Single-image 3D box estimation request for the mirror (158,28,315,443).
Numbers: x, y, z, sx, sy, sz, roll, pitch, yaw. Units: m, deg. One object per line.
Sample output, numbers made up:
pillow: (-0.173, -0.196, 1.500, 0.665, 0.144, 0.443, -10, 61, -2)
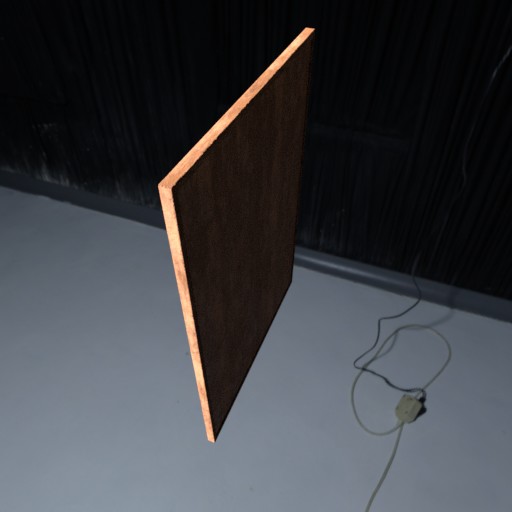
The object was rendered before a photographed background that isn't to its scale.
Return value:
mirror: (0.000, 0.000, 1.396, 0.028, 1.099, 0.796, 17, 49, 16)
